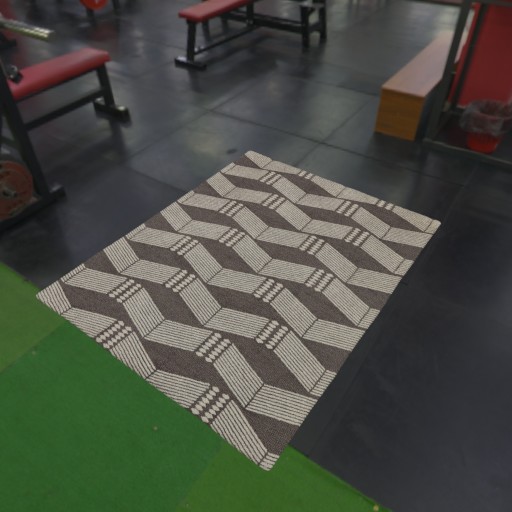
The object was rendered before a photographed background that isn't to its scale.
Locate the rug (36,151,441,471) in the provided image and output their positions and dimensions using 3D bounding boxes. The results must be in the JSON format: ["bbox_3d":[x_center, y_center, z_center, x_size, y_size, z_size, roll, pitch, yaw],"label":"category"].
[{"bbox_3d":[0.000,0.000,4.136,2.438,0.016,3.048,27,49,26],"label":"rug"}]
